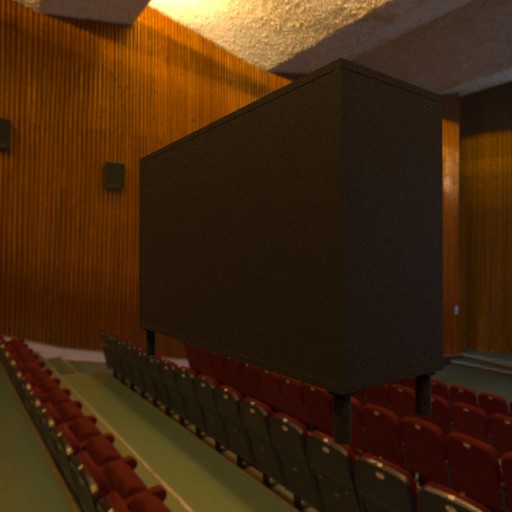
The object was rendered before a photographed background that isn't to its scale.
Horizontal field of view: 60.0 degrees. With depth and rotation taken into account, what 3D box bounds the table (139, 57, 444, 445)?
[{"bbox_3d":[0.000,0.000,1.566,0.400,0.855,1.200,0,-1,-35],"label":"table"}]
